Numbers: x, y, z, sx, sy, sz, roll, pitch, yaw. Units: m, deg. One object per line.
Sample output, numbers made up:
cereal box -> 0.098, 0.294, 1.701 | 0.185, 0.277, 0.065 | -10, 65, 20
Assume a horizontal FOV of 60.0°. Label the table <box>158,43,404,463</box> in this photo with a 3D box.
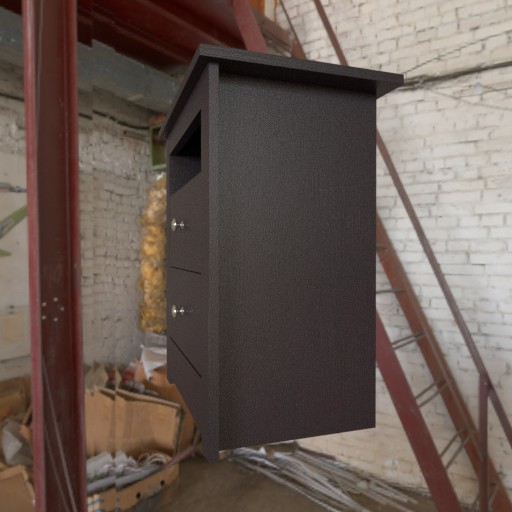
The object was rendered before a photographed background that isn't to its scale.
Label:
table -> 0.000, 0.000, 1.079 | 0.408, 0.711, 0.589 | 0, 1, -19
